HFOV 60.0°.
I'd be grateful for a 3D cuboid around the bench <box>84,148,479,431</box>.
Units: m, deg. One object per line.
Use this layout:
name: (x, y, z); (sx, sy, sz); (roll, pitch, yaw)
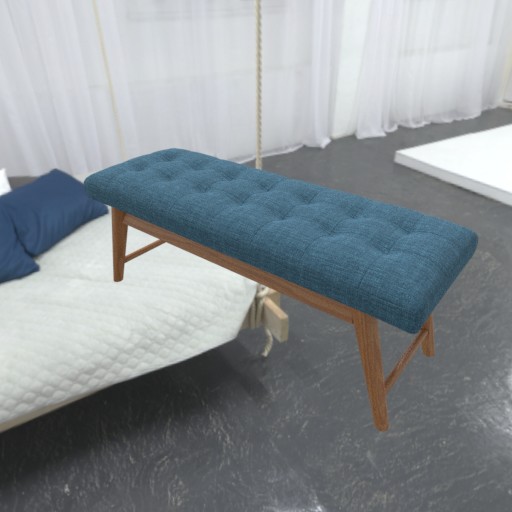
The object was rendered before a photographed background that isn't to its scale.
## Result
bench: (0.000, 0.000, 1.360); (1.118, 0.432, 0.406); (22, 37, 32)
